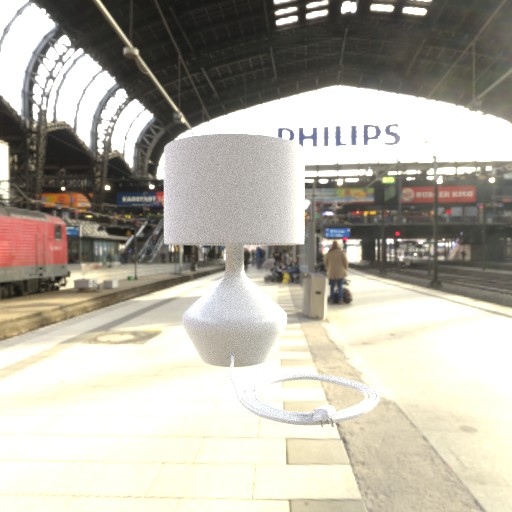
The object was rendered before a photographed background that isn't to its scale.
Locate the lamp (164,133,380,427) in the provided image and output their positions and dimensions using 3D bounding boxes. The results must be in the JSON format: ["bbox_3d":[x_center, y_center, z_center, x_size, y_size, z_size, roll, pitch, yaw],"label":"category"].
[{"bbox_3d":[0.000,0.000,0.855,0.401,0.457,0.546,0,0,1],"label":"lamp"}]
